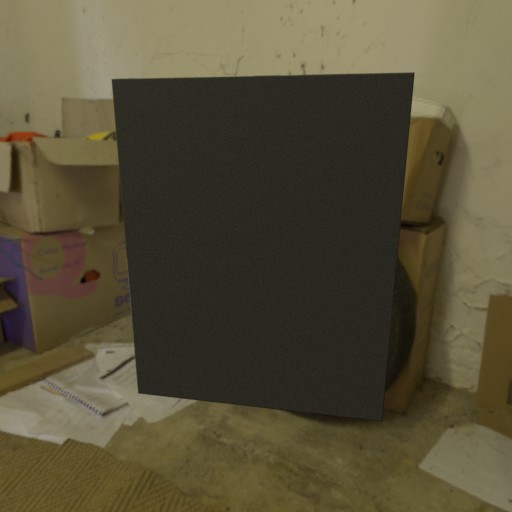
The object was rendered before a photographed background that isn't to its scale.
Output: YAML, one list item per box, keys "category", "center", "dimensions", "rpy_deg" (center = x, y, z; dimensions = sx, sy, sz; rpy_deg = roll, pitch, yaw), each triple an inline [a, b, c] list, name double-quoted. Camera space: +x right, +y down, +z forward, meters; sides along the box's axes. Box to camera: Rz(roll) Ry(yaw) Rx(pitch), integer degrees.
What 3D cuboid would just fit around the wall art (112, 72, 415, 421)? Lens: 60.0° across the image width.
- category: "wall art"
  center: [0.000, 0.000, 0.808]
  dimensions: [0.489, 0.608, 0.040]
  rpy_deg: [3, 16, 10]
